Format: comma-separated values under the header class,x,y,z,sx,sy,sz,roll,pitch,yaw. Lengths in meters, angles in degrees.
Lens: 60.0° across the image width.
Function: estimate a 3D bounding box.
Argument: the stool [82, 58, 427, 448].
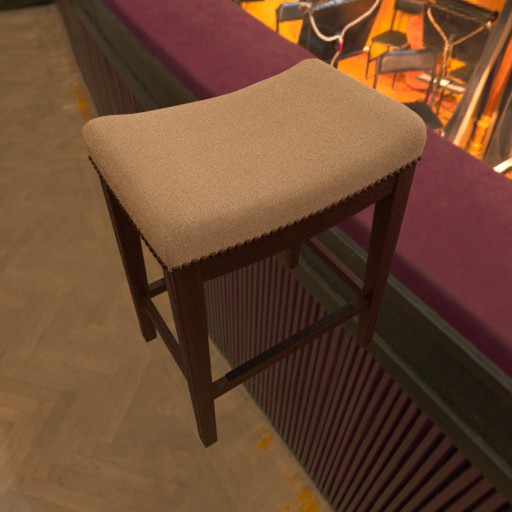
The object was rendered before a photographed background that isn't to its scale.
class,x,y,z,sx,sy,sz,roll,pitch,yaw
stool,0.000,0.000,0.963,0.509,0.669,0.363,-25,52,-22
